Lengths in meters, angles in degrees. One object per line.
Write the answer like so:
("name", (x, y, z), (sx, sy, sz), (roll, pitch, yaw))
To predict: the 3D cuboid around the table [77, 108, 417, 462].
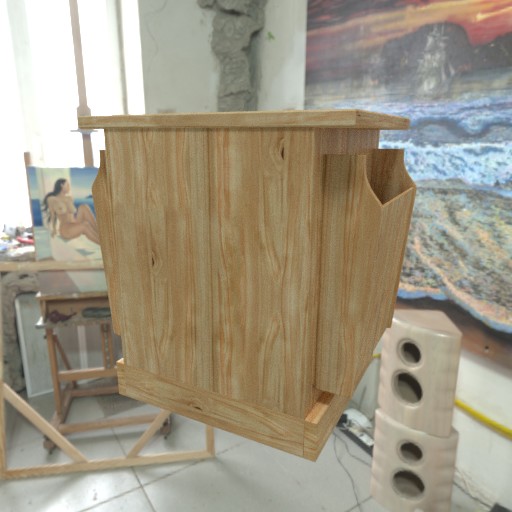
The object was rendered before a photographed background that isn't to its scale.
("table", (0.000, 0.000, 0.860), (0.530, 0.515, 0.380), (8, 17, 27))
